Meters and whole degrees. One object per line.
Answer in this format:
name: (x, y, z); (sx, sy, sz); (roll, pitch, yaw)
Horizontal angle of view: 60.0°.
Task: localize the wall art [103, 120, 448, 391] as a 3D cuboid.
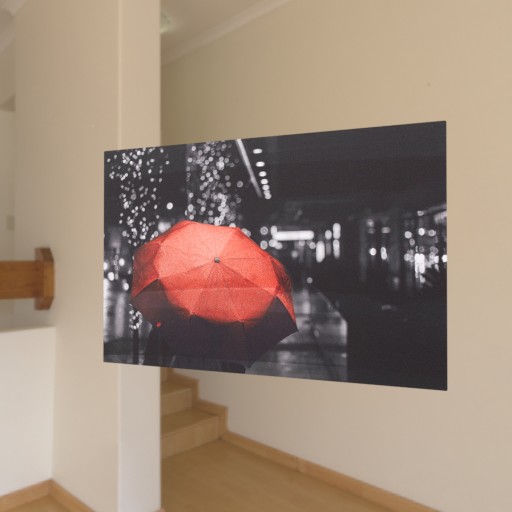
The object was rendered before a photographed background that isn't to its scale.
wall art: (0.000, 0.000, 1.154); (0.914, 0.609, 0.038); (0, -1, 18)
